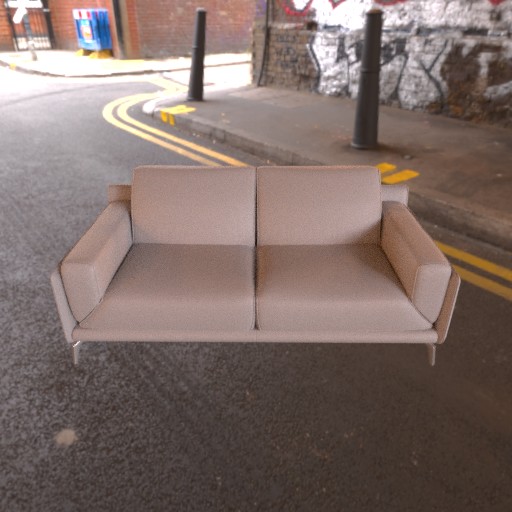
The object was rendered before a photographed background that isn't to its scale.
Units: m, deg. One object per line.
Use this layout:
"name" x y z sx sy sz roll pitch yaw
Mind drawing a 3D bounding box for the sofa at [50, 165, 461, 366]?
"sofa" 0.000 0.000 2.681 2.101 0.930 1.049 0 29 0
